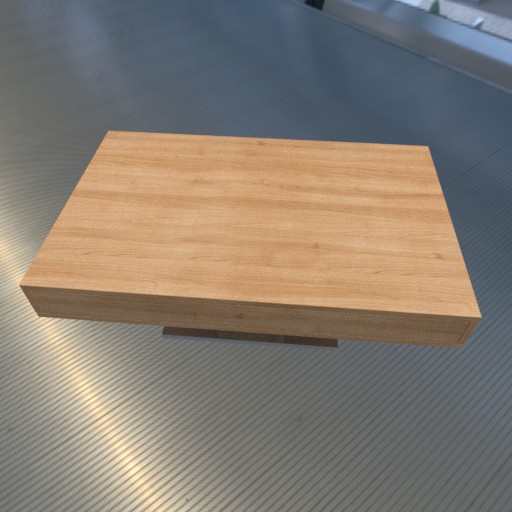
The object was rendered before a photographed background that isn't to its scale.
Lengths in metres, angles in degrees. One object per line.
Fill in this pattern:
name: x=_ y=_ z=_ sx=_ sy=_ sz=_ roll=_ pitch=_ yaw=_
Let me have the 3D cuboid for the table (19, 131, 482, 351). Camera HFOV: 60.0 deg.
table: x=0.000 y=0.000 z=1.446 sx=1.100 sy=0.440 sz=0.700 roll=4 pitch=47 yaw=3
